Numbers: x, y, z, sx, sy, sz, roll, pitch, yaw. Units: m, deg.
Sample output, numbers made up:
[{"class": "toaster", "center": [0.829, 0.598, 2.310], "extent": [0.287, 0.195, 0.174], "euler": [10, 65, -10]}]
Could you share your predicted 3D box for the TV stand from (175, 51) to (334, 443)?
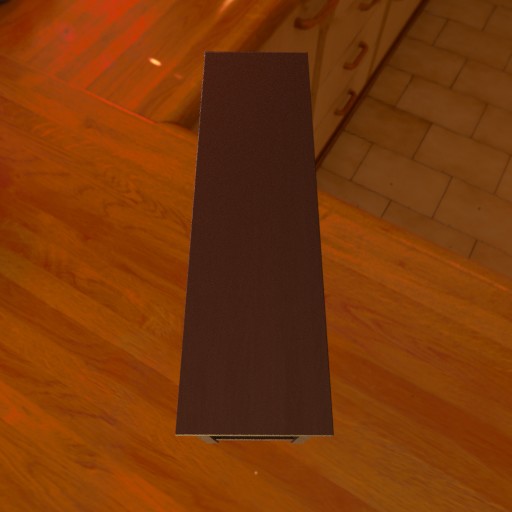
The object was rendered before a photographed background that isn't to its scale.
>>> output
[{"class": "TV stand", "center": [0.000, 0.000, 1.527], "extent": [0.347, 0.681, 1.198], "euler": [0, 64, 0]}]
